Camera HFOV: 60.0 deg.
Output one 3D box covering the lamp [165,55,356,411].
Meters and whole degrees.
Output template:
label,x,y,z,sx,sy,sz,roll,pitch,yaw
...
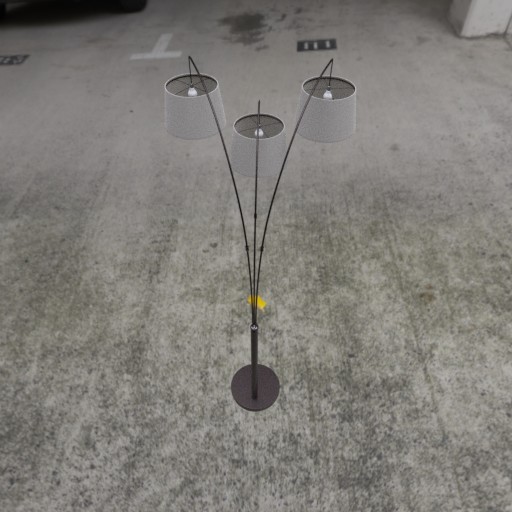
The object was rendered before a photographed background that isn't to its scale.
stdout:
label,x,y,z,sx,sy,sz,roll,pitch,yaw
lamp,0.000,0.000,2.475,0.951,1.950,0.924,3,46,2
